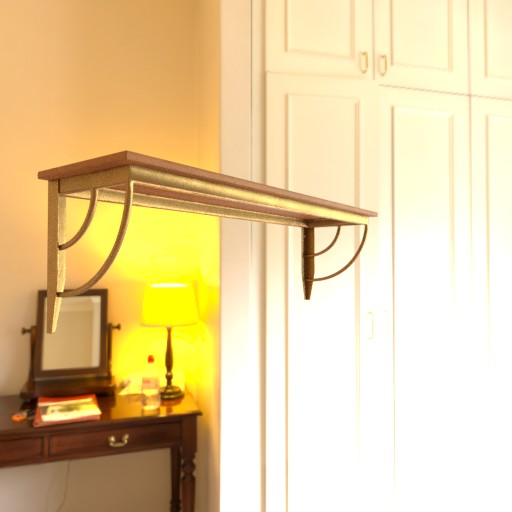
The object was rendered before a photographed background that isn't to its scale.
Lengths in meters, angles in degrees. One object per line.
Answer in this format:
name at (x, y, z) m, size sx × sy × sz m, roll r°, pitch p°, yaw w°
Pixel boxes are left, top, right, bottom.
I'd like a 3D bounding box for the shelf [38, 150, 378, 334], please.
shelf at (0.000, 0.000, 0.723) m, size 0.166 × 0.190 × 0.636 m, roll -1°, pitch -1°, yaw 37°
